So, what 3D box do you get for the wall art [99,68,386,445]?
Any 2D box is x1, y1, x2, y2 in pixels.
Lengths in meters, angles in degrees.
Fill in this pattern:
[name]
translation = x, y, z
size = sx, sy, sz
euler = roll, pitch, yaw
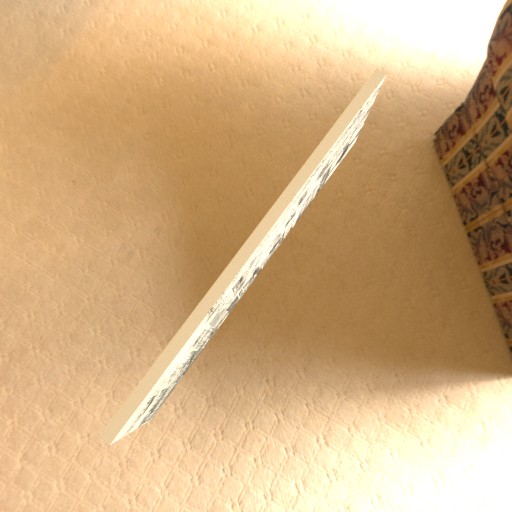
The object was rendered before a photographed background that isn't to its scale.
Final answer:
[wall art]
translation = 0.000, 0.000, 1.686
size = 0.044, 0.507, 1.520
euler = 35, 80, 7
